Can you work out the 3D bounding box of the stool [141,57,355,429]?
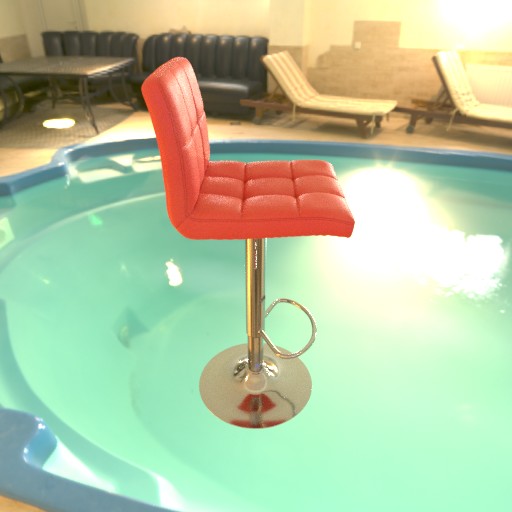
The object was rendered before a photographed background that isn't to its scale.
[{"bbox_3d":[0.000,0.000,1.393,0.505,1.115,0.430,0,31,0],"label":"stool"}]
